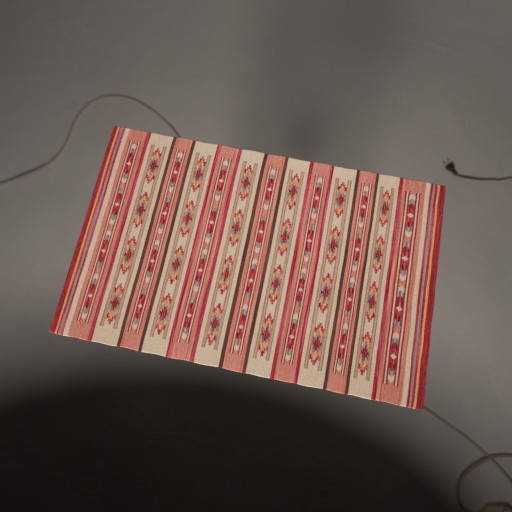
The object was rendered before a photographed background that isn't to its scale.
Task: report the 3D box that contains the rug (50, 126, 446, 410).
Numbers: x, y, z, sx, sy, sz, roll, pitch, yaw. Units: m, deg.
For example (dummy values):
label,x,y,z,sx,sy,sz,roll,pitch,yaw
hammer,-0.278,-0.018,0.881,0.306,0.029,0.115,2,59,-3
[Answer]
label,x,y,z,sx,sy,sz,roll,pitch,yaw
rug,0.000,0.000,3.005,2.431,0.010,1.535,11,76,3
